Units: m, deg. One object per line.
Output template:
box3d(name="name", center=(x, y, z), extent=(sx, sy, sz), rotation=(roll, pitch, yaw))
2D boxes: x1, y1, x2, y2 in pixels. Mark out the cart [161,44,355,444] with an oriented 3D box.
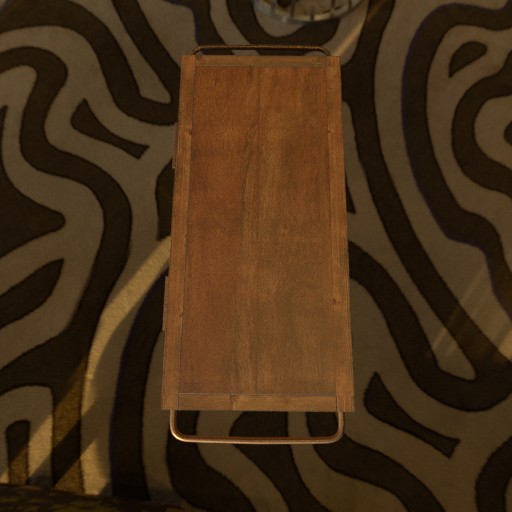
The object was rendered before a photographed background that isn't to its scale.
box3d(name="cart", center=(0.000, 0.000, 1.492), extent=(0.445, 0.830, 1.065), rotation=(1, 76, 0))
